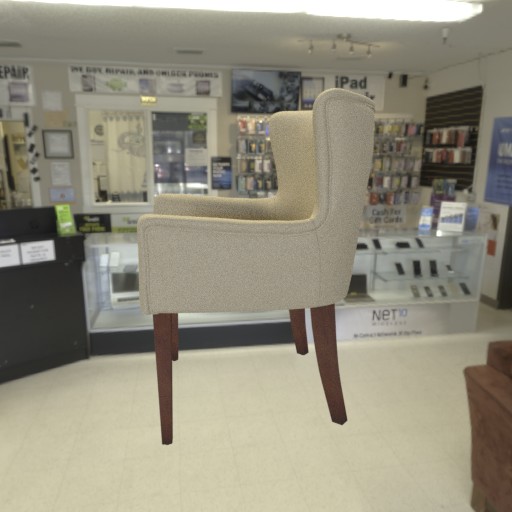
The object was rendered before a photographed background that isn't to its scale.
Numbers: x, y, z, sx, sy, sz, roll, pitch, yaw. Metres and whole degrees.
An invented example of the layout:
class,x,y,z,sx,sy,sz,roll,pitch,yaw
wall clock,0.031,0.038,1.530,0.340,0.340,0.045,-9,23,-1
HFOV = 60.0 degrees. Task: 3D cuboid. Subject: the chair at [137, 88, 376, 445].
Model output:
class,x,y,z,sx,sy,sz,roll,pitch,yaw
chair,0.000,0.000,1.433,0.686,0.952,0.660,-2,14,-8
